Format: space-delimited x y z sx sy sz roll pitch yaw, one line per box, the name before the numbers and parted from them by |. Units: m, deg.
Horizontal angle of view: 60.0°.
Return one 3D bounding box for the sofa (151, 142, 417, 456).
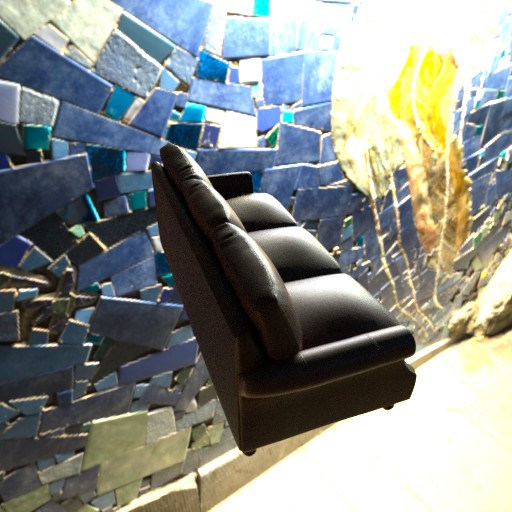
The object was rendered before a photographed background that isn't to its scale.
sofa | 0.000 0.000 2.879 0.973 0.977 2.351 -11 33 -17
